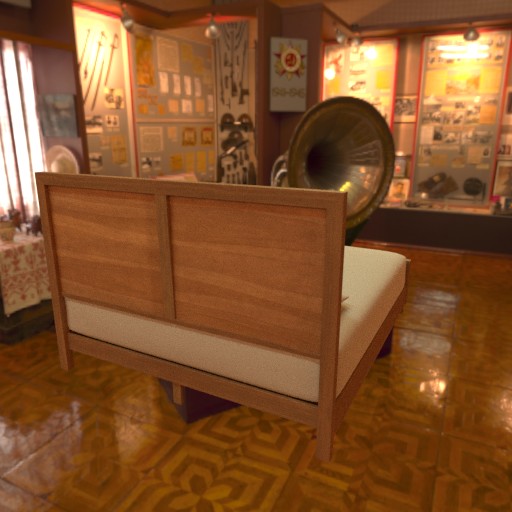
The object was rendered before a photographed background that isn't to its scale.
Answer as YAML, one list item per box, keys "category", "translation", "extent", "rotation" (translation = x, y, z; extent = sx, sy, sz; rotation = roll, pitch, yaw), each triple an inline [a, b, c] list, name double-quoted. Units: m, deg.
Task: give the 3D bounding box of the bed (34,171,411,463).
- category: "bed"
  translation: [0.000, 0.000, 3.461]
  extent: [2.003, 1.387, 2.184]
  rotation: [8, 18, 27]
